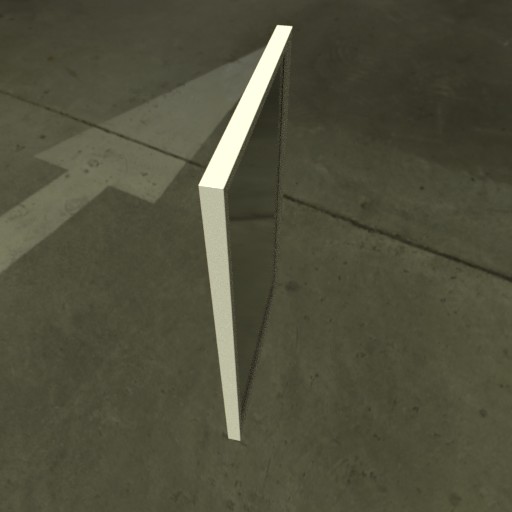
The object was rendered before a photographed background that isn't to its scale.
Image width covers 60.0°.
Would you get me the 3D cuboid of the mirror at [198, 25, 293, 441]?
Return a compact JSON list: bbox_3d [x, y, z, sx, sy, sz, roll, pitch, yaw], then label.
[{"bbox_3d":[0.000,0.000,1.150,0.041,0.914,0.609,9,47,8],"label":"mirror"}]
